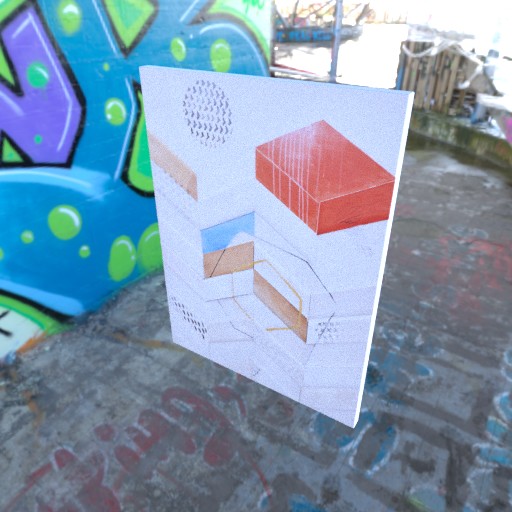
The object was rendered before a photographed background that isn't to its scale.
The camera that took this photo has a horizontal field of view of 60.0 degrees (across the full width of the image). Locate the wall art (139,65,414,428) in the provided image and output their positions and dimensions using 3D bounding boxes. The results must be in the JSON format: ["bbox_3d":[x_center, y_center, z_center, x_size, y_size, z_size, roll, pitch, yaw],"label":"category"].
[{"bbox_3d":[0.000,0.000,1.614,0.914,1.221,0.046,18,35,28],"label":"wall art"}]
